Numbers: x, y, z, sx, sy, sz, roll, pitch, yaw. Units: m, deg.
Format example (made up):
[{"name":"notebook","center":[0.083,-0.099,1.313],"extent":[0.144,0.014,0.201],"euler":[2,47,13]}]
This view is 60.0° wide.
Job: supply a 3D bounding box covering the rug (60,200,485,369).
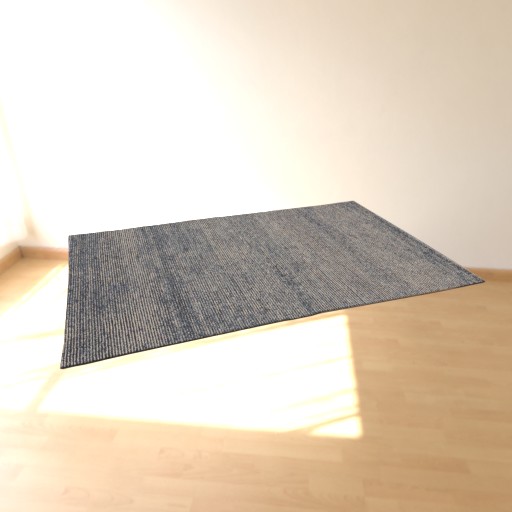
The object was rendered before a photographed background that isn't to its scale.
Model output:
[{"name":"rug","center":[0.000,0.000,2.216],"extent":[1.793,0.025,1.159],"euler":[-9,27,-17]}]
